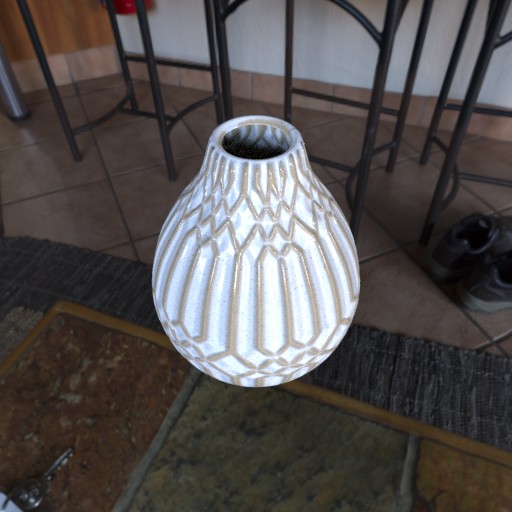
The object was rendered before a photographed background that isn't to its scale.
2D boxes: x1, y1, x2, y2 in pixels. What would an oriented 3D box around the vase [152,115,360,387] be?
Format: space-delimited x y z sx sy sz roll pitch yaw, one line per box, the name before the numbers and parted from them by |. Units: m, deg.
vase | 0.000 0.000 0.330 0.159 0.200 0.159 0 46 0
